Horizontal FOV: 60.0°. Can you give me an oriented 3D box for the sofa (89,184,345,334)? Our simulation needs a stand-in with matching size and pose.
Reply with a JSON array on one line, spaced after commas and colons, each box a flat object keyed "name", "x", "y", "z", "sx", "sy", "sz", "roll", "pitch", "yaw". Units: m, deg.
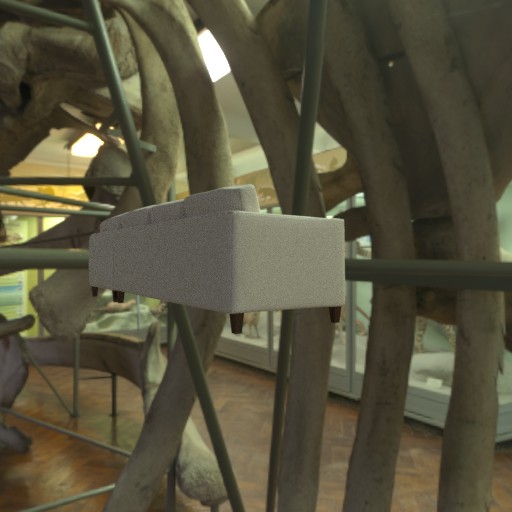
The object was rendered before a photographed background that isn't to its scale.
[{"name": "sofa", "x": 0.000, "y": 0.000, "z": 4.606, "sx": 2.593, "sy": 0.947, "sz": 3.302, "roll": 0, "pitch": 0, "yaw": -34}]
